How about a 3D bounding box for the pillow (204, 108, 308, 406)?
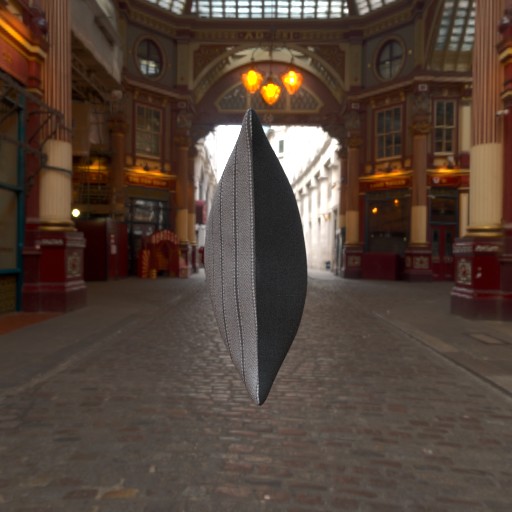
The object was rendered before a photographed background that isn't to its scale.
[{"bbox_3d":[0.000,0.000,0.745,0.151,0.305,0.609,0,1,1],"label":"pillow"}]
